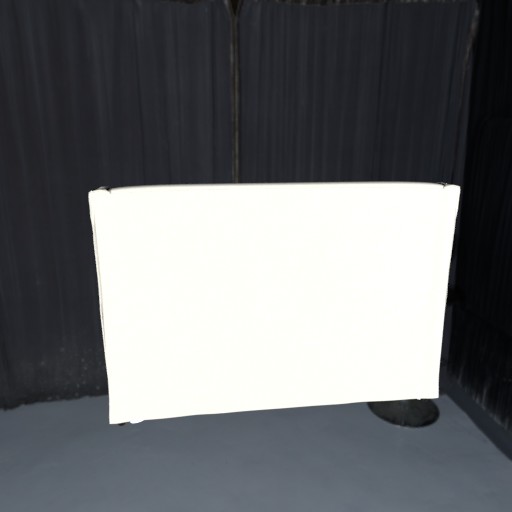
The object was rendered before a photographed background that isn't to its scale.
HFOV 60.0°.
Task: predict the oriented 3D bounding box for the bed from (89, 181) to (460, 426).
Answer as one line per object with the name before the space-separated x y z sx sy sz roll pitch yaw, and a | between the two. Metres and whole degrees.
bed | 0.000 0.000 3.461 1.925 1.332 2.276 -2 15 -7
